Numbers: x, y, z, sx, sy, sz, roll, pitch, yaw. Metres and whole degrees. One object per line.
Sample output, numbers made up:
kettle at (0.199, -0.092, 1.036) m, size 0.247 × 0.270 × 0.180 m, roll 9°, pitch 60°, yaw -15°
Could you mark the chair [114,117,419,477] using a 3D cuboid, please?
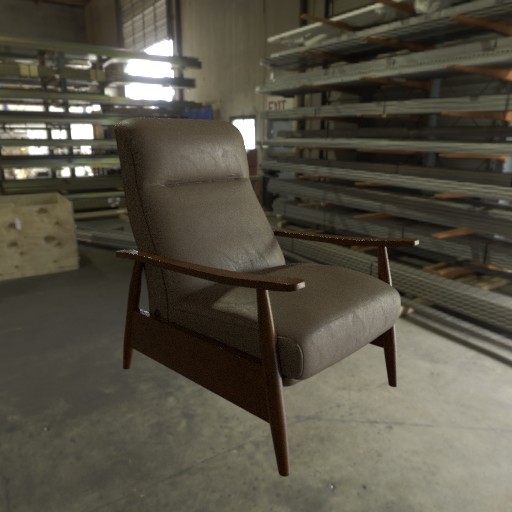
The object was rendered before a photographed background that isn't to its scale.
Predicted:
chair at (0.000, 0.000, 1.788) m, size 1.014 × 1.082 × 0.762 m, roll 14°, pitch 20°, yaw 42°
